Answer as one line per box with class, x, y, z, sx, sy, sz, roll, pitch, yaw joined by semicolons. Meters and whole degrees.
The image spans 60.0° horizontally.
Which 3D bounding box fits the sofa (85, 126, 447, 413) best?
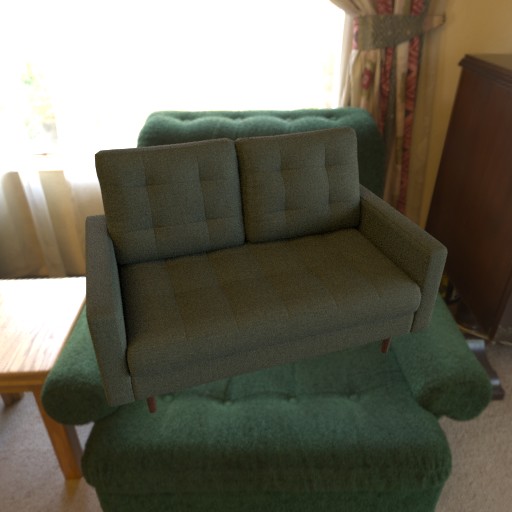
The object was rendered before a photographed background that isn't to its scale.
sofa;0.000;0.000;1.976;1.407;0.907;0.842;-10;33;-16
